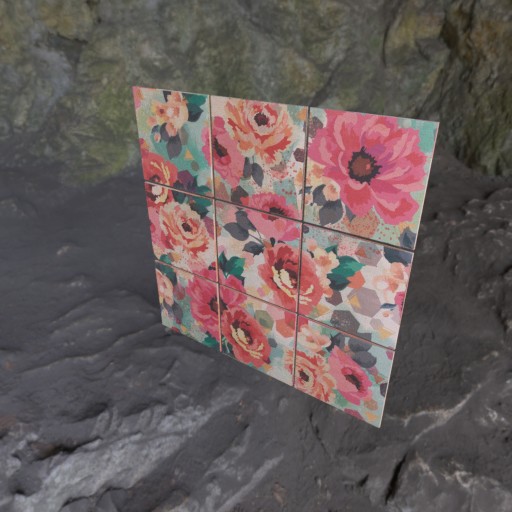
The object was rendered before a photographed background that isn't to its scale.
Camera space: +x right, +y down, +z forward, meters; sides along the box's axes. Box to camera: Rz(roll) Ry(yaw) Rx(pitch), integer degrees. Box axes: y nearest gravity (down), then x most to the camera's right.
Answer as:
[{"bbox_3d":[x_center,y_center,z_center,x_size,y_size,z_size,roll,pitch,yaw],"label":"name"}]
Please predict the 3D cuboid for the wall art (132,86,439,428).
[{"bbox_3d":[0.000,0.000,2.265,1.521,1.519,0.013,18,34,30],"label":"wall art"}]
